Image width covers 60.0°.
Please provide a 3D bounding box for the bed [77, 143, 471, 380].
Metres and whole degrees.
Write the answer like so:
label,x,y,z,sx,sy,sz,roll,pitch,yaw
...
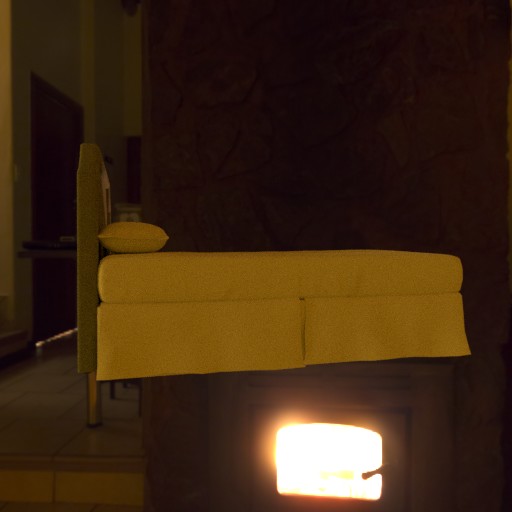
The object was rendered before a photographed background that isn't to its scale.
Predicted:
label,x,y,z,sx,sy,sz,roll,pitch,yaw
bed,0.000,0.000,3.514,2.464,1.306,1.977,0,1,-16
